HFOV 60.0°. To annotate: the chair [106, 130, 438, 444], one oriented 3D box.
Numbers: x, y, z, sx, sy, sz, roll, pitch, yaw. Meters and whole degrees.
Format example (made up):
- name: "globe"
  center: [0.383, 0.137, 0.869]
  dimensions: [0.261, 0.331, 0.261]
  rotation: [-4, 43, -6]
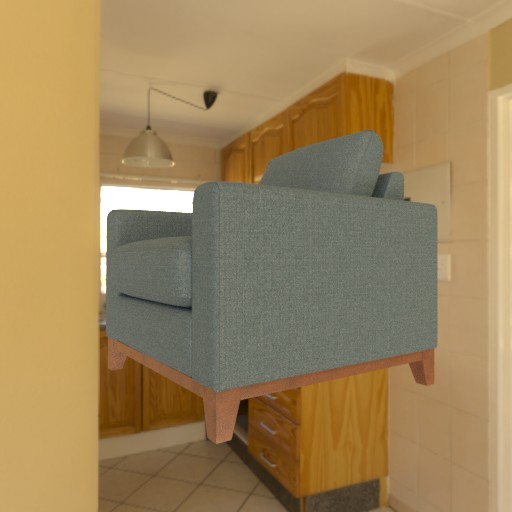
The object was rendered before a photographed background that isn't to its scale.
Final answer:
- name: "chair"
  center: [0.000, 0.000, 1.859]
  dimensions: [1.038, 1.010, 1.024]
  rotation: [0, 0, -35]
